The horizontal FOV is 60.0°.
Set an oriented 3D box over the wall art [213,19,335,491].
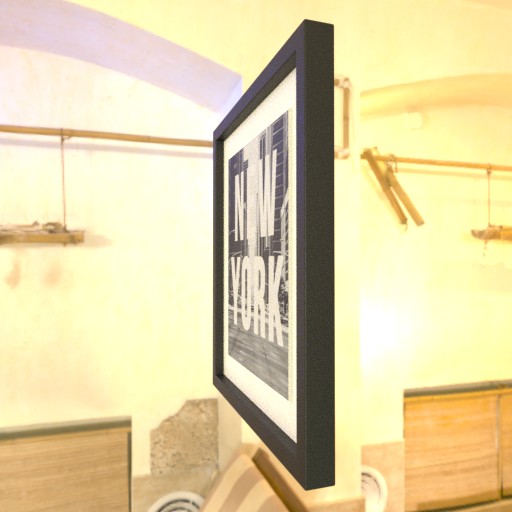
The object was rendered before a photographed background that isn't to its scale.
[{"bbox_3d":[0.000,0.000,0.516,0.028,0.381,0.328,0,-1,-19],"label":"wall art"}]
